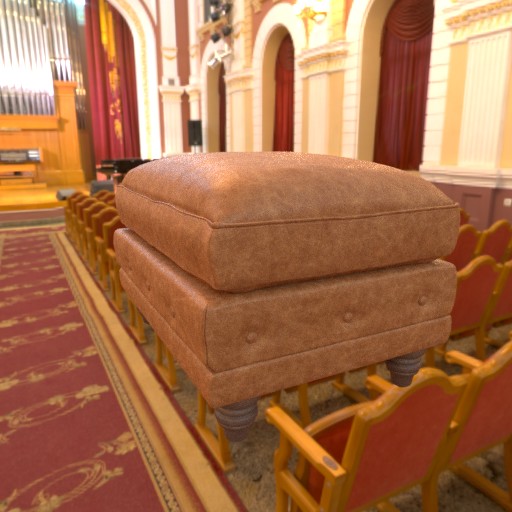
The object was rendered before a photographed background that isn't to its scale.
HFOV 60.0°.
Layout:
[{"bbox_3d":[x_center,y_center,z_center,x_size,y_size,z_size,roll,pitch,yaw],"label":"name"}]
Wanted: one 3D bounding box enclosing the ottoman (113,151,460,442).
[{"bbox_3d":[0.000,0.000,1.046,0.533,0.480,0.710,-7,15,-27],"label":"ottoman"}]
